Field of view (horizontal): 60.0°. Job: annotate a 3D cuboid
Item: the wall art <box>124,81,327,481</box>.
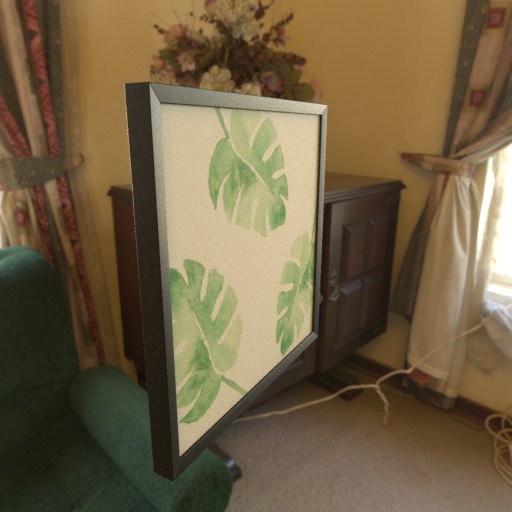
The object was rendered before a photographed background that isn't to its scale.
[{"bbox_3d":[0.000,0.000,0.751,0.036,0.508,0.508,9,18,29],"label":"wall art"}]
